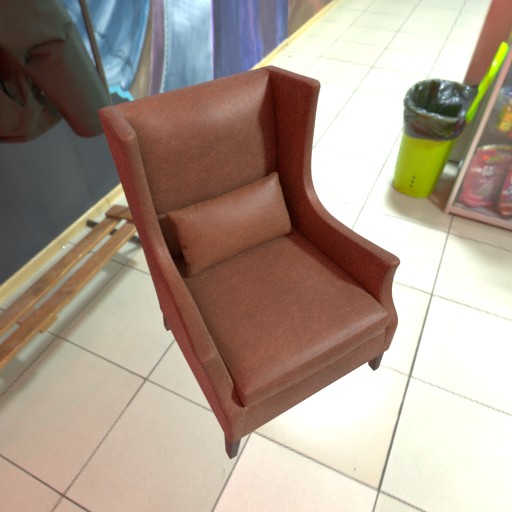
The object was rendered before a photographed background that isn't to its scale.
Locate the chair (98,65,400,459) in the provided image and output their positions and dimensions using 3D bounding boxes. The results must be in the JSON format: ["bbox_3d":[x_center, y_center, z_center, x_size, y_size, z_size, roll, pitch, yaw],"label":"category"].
[{"bbox_3d":[0.000,0.000,1.711,0.815,1.088,0.913,-24,50,-21],"label":"chair"}]
